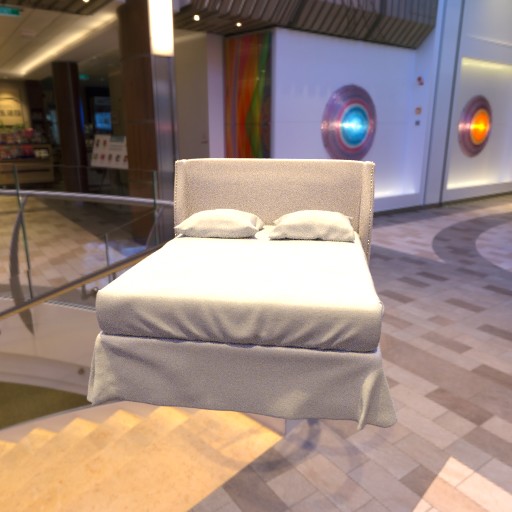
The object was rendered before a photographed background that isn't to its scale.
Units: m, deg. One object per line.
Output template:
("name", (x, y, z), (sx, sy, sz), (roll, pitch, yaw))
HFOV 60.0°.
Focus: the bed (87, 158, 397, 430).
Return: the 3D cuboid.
("bed", (0.000, 0.000, 3.415), (1.925, 1.332, 2.276), (2, 16, 8))
